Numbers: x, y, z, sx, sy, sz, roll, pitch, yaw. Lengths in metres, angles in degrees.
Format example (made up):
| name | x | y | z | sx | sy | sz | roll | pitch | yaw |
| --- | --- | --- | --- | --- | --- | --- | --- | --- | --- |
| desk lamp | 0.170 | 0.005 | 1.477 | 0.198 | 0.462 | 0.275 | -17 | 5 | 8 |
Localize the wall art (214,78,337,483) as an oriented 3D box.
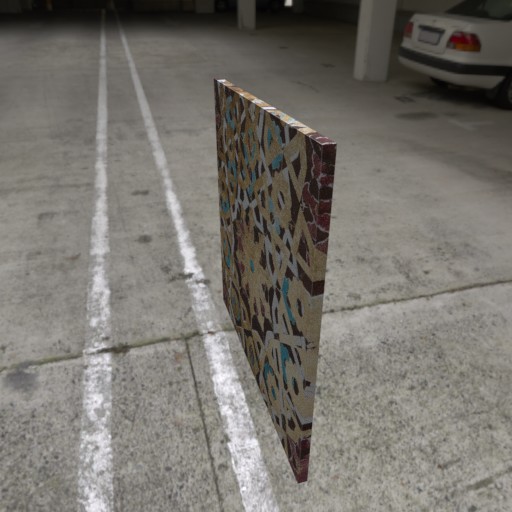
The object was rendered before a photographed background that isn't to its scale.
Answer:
| name | x | y | z | sx | sy | sz | roll | pitch | yaw |
| --- | --- | --- | --- | --- | --- | --- | --- | --- | --- |
| wall art | 0.000 | 0.000 | 1.131 | 0.028 | 0.762 | 0.757 | -8 | 30 | -14 |
